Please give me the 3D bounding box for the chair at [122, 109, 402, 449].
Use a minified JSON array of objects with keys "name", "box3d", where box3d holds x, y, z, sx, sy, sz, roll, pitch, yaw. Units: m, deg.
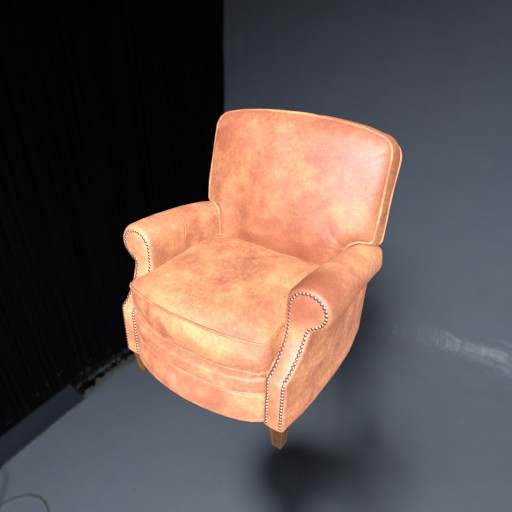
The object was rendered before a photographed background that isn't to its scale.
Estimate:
[{"name":"chair","box3d":[0.000,0.000,1.792,0.936,1.018,0.986,19,35,29]}]
